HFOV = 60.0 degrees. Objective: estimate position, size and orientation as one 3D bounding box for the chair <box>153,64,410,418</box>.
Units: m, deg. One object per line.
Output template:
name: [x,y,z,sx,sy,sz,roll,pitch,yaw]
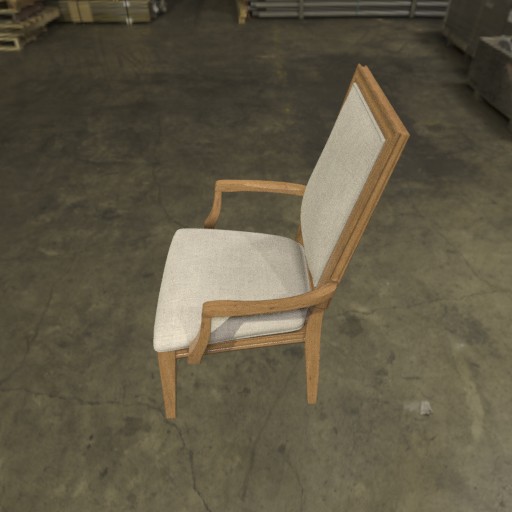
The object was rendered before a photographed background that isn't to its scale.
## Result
chair: [0.000,0.000,1.344,0.602,0.990,0.606,0,41,-1]
